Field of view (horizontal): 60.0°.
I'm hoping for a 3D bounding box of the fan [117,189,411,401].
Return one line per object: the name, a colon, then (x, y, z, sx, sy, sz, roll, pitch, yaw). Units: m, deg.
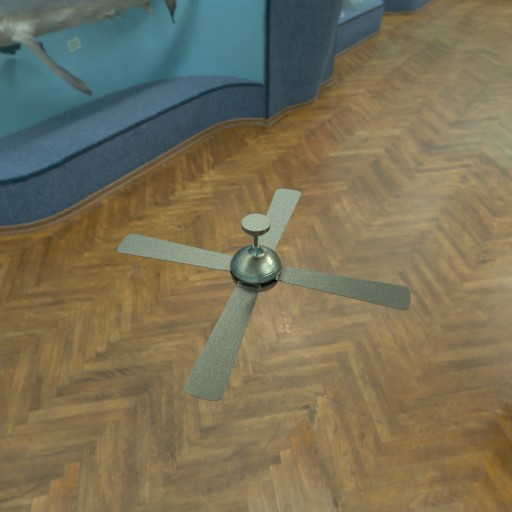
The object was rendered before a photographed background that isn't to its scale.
fan: (0.000, 0.000, 1.996, 1.321, 0.381, 1.321, 26, 48, 27)
